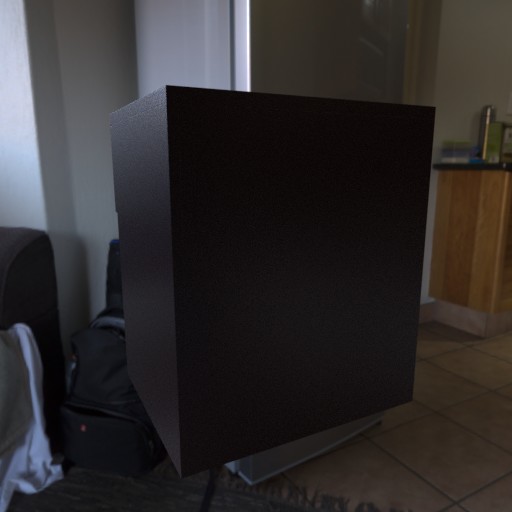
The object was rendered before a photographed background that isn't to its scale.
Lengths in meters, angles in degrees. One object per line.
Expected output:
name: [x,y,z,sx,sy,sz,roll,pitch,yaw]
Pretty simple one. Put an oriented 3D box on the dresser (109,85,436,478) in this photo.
dresser: [0.000,0.000,0.756,0.400,0.470,0.360,-6,13,-27]
